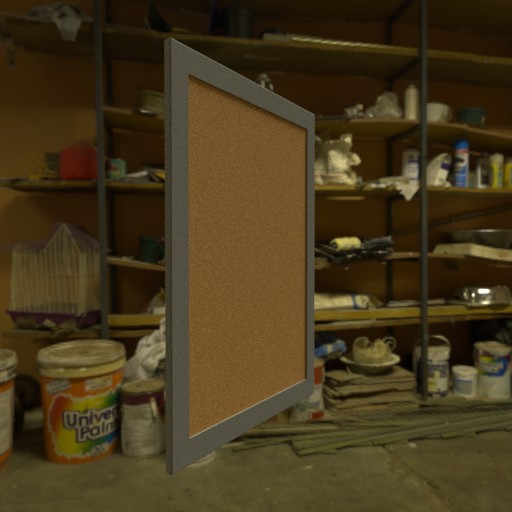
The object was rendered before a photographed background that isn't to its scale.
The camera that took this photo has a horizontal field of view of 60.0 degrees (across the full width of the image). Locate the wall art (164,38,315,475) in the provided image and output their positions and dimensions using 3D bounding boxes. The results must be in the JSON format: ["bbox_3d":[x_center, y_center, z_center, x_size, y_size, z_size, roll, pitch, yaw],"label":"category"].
[{"bbox_3d":[0.000,0.000,0.691,0.012,0.529,0.374,1,1,35],"label":"wall art"}]
